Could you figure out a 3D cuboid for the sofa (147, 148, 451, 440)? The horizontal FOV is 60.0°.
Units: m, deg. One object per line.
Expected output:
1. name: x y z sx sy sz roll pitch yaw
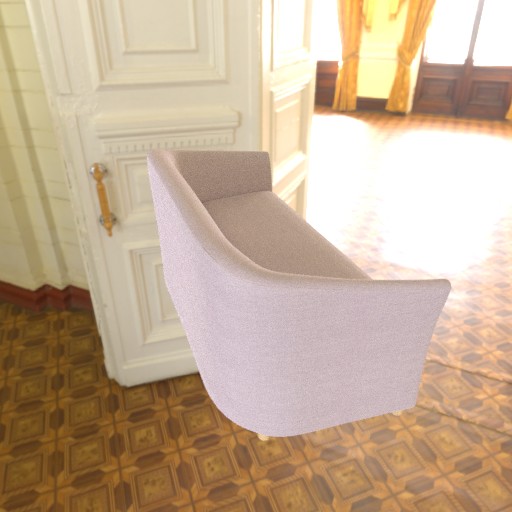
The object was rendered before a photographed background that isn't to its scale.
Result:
1. sofa: 0.000 0.000 1.890 0.705 0.721 1.452 -11 31 -18
